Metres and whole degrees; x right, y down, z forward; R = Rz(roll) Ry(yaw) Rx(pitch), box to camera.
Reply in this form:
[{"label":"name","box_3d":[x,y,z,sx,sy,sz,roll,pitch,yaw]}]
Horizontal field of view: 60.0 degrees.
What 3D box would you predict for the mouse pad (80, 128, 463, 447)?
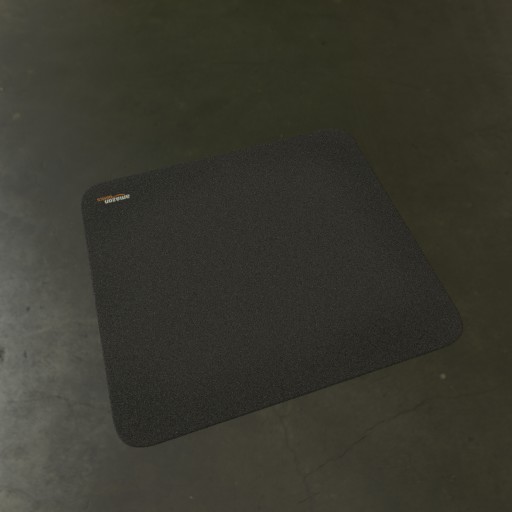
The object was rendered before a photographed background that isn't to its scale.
[{"label":"mouse pad","box_3d":[0.000,0.000,0.317,0.229,0.003,0.203,-16,60,-9]}]
